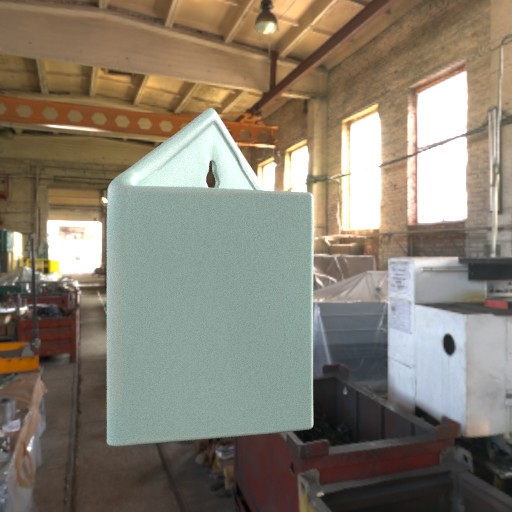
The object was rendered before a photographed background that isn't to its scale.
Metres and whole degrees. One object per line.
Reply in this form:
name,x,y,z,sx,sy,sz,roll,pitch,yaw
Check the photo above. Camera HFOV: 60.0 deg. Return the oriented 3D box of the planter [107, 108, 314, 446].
planter,0.000,0.000,0.276,0.079,0.197,0.164,0,0,35
